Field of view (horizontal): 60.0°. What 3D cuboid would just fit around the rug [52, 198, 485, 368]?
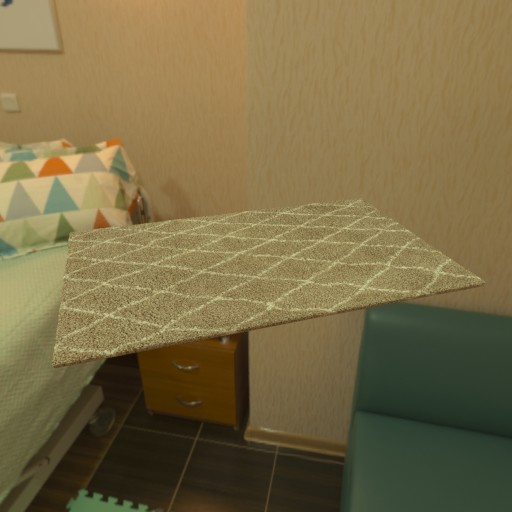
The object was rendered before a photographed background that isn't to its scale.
[{"bbox_3d":[0.000,0.000,2.992,2.438,0.030,1.524,-8,29,-15],"label":"rug"}]
